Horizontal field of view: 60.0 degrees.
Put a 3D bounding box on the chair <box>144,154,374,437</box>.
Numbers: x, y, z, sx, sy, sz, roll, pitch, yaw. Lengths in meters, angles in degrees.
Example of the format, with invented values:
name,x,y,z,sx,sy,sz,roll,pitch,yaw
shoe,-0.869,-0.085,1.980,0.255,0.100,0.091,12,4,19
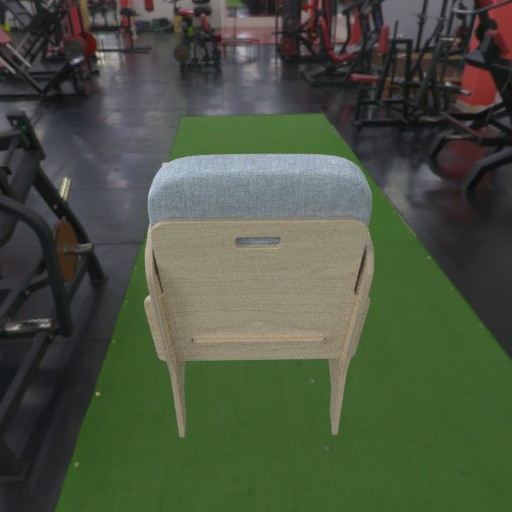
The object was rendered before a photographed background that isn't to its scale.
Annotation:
name,x,y,z,sx,sy,sz,roll,pitch,yaw
chair,0.000,0.000,1.283,0.590,0.800,0.710,-1,31,-1
